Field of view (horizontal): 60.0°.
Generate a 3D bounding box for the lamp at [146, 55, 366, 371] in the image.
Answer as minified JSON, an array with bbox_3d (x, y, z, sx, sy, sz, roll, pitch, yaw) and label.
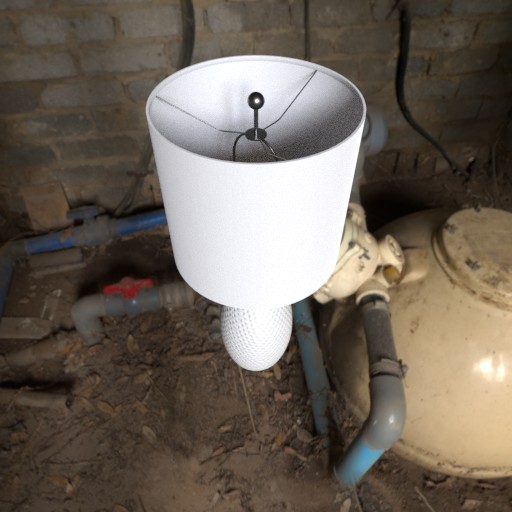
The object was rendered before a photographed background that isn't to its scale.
[{"bbox_3d":[0.000,0.000,0.602,0.214,0.466,0.214,32,55,26],"label":"lamp"}]
